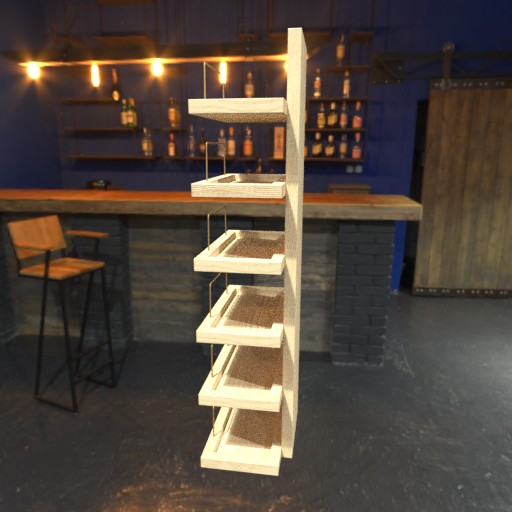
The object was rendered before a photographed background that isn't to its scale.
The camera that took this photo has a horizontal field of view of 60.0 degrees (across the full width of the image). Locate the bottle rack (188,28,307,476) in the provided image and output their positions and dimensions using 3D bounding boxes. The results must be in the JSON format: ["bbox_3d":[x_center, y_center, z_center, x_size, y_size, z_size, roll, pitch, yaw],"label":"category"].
[{"bbox_3d":[0.000,0.000,1.060,0.206,0.943,0.330,2,14,9],"label":"bottle rack"}]
